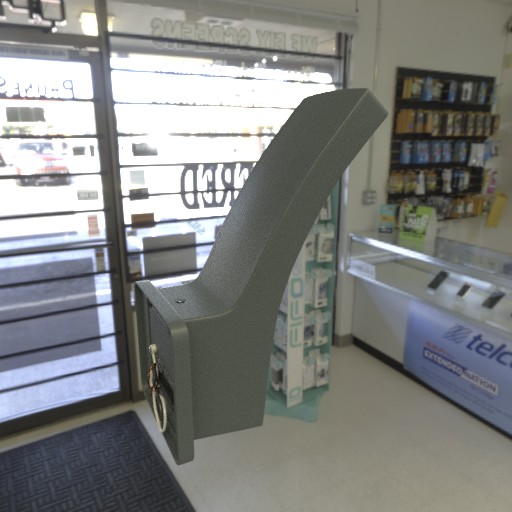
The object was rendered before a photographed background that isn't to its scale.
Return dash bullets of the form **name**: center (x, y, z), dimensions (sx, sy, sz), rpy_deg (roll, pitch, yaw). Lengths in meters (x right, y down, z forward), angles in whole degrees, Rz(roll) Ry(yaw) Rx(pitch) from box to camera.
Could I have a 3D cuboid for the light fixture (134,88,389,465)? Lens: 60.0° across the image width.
- **light fixture**: center (0.000, 0.000, 0.337), dimensions (0.174, 0.243, 0.108), rpy_deg (-7, 17, -26)
